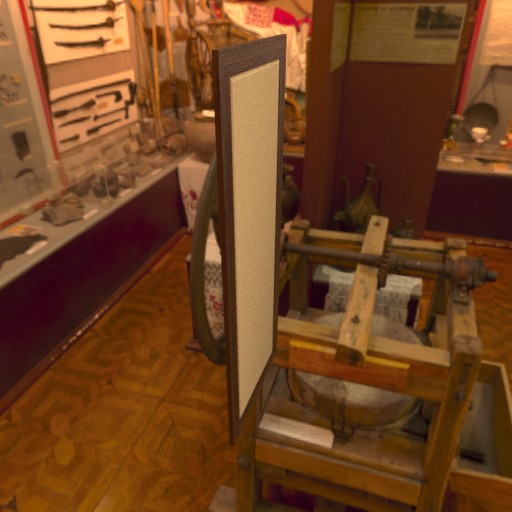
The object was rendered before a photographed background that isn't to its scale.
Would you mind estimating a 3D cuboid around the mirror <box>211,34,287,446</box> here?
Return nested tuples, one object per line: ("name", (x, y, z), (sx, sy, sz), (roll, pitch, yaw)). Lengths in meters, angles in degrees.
("mirror", (0.000, 0.000, 2.318), (0.025, 2.032, 0.812), (10, 32, 17))
